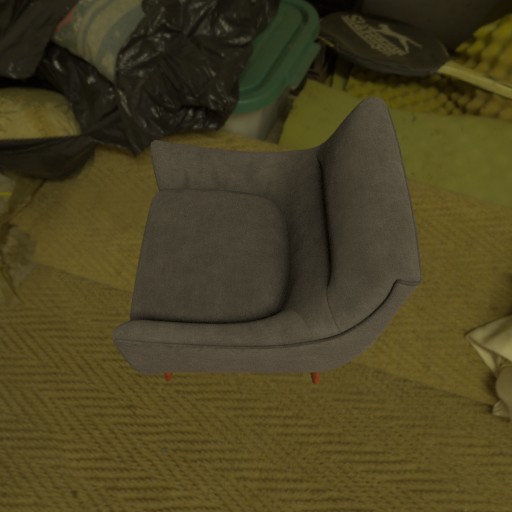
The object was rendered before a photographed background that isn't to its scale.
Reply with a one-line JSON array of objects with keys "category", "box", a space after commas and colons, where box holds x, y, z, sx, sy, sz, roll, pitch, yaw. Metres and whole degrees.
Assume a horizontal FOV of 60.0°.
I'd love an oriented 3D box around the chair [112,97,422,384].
[{"category": "chair", "box": [0.000, 0.000, 1.479, 0.787, 0.838, 0.762, 1, 58, 1]}]
